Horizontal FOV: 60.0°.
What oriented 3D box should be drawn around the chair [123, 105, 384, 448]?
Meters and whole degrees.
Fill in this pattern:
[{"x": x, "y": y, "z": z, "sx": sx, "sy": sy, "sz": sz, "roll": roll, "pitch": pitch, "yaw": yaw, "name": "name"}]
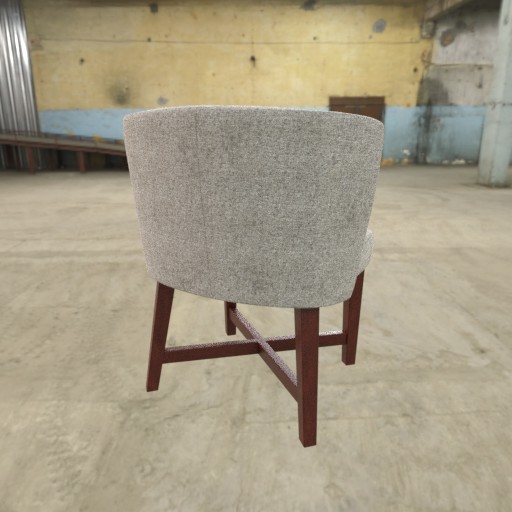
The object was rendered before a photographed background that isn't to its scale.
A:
[{"x": 0.000, "y": 0.000, "z": 1.313, "sx": 0.728, "sy": 0.827, "sz": 0.575, "roll": 9, "pitch": 18, "yaw": 27, "name": "chair"}]
